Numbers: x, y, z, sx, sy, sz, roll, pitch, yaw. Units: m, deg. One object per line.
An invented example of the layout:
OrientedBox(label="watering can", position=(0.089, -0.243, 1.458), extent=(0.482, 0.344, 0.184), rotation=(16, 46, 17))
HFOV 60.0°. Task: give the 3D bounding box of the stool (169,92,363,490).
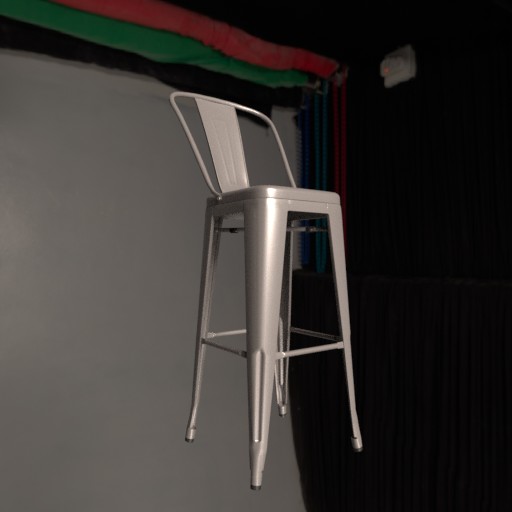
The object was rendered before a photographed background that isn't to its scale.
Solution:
OrientedBox(label="stool", position=(0.000, 0.000, 1.338), extent=(0.399, 1.096, 0.513), rotation=(0, 0, -36))
